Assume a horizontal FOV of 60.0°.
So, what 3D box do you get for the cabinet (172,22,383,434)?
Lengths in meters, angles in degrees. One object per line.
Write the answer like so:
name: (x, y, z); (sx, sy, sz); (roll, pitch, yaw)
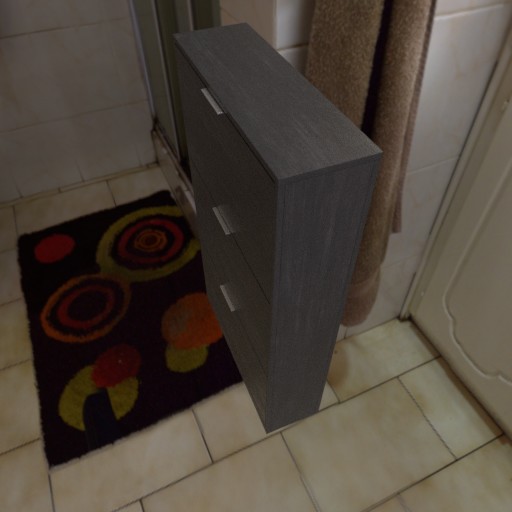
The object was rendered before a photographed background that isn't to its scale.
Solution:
cabinet: (0.000, 0.000, 1.577); (0.250, 1.280, 0.750); (-17, 50, -15)
